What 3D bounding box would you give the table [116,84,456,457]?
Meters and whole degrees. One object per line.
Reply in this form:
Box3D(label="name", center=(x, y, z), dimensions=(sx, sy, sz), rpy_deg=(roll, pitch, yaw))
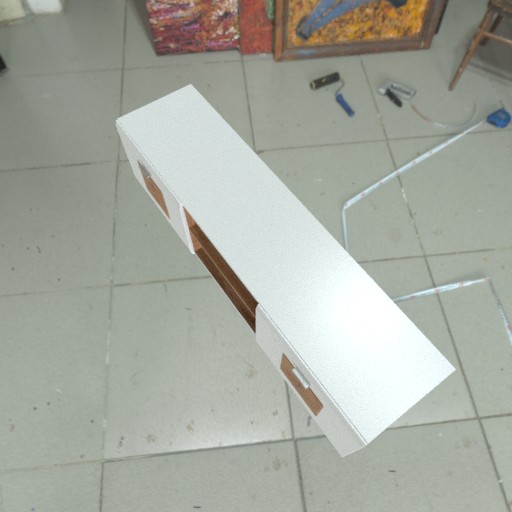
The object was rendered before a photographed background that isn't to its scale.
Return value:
Box3D(label="table", center=(0.000, 0.000, 1.796), dimensions=(0.400, 0.440, 1.550), rpy_deg=(-32, 66, -16))
